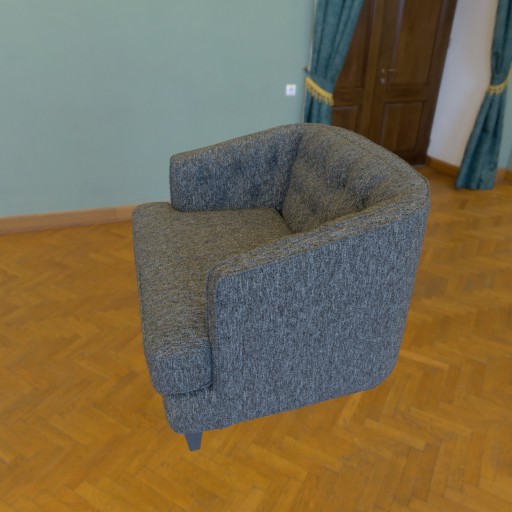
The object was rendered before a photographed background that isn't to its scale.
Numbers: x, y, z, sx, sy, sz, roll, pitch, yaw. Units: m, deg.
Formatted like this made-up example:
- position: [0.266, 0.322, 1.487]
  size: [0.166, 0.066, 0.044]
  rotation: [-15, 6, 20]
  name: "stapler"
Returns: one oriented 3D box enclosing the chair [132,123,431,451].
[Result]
- position: [0.000, 0.000, 1.773]
  size: [0.941, 0.852, 1.104]
  rotation: [-8, 31, -14]
  name: "chair"
